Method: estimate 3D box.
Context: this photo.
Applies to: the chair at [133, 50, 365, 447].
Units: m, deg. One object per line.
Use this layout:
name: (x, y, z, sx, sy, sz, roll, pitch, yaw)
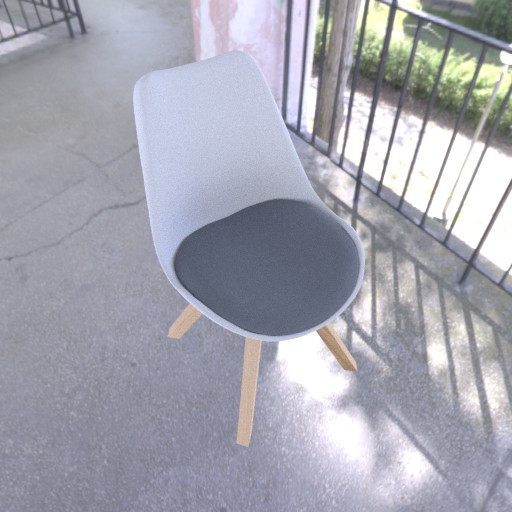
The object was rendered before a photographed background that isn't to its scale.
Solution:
chair: (0.000, 0.000, 1.172, 0.485, 0.850, 0.550, -26, 51, -23)
